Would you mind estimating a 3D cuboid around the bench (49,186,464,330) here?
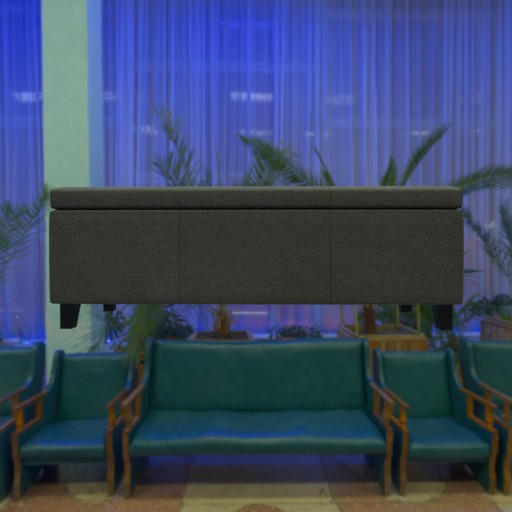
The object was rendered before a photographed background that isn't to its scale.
[{"bbox_3d":[0.000,0.000,1.540,1.269,0.438,0.446,0,1,1],"label":"bench"}]
